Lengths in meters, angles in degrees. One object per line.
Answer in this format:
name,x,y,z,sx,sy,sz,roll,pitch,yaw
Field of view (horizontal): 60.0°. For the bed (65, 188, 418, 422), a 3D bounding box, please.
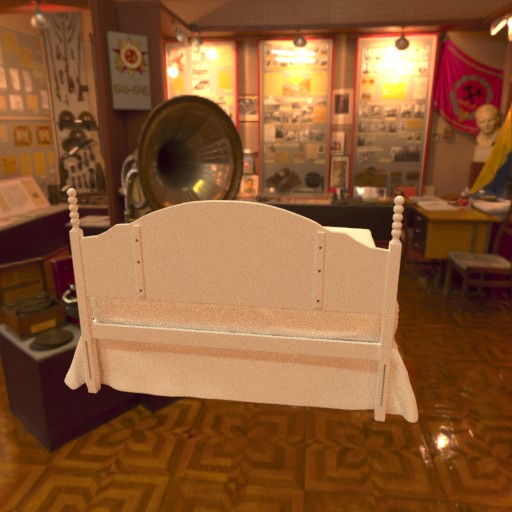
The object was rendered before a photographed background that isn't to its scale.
bed,0.000,0.000,3.661,2.322,1.355,2.219,3,16,9
